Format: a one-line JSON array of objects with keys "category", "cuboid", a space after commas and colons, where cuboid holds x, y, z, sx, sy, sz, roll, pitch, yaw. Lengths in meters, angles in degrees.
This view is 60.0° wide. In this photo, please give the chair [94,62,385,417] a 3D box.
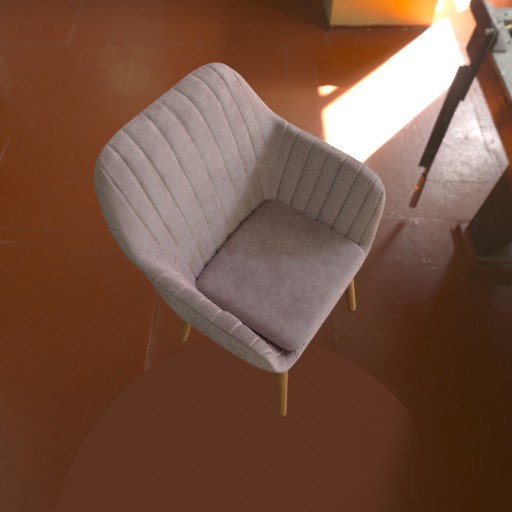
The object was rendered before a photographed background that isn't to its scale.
[{"category": "chair", "cuboid": [0.000, 0.000, 1.272, 0.570, 0.832, 0.610, 31, 63, 18]}]
